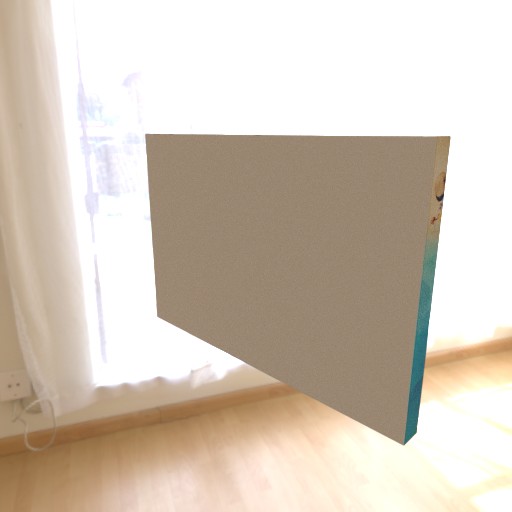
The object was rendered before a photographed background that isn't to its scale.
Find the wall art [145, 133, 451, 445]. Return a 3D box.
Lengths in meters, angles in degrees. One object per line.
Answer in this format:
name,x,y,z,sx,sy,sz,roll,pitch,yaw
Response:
wall art,0.000,0.000,1.125,0.057,0.595,0.894,-15,22,-43
